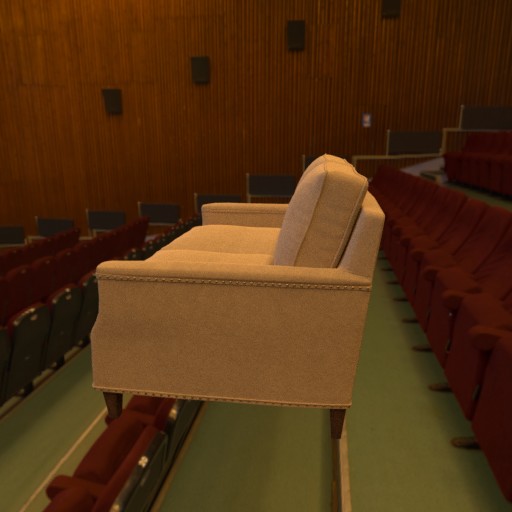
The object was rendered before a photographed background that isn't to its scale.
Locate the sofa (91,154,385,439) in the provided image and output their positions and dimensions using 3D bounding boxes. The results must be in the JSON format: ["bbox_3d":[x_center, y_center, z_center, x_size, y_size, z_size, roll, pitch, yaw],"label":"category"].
[{"bbox_3d":[0.000,0.000,2.308,1.084,1.002,1.597,2,15,8],"label":"sofa"}]
